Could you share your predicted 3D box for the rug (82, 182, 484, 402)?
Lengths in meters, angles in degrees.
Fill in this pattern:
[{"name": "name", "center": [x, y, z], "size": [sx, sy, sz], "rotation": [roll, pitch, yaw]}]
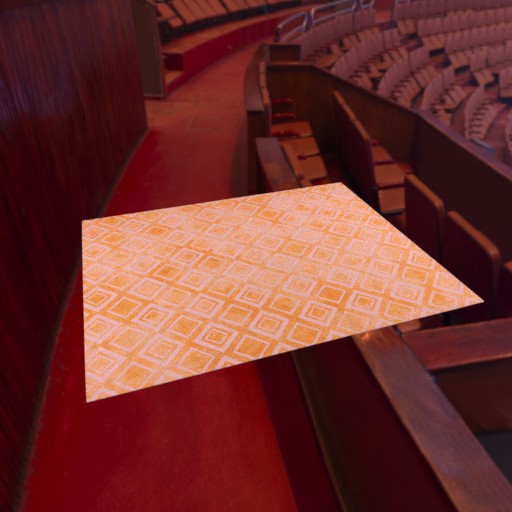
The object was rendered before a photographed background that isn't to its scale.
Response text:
[{"name": "rug", "center": [0.000, 0.000, 4.095], "size": [3.037, 0.011, 2.433], "rotation": [-11, 35, -16]}]
